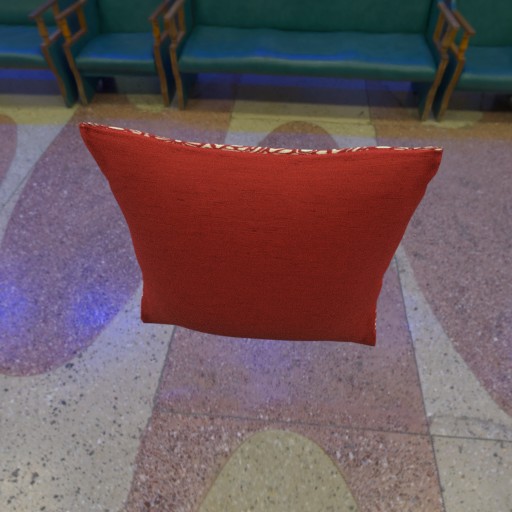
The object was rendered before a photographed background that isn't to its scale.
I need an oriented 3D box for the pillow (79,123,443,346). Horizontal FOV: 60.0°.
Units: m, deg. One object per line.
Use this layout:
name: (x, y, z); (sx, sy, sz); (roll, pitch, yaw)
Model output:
pillow: (0.000, 0.000, 0.675); (0.438, 0.419, 0.162); (5, 48, 5)
